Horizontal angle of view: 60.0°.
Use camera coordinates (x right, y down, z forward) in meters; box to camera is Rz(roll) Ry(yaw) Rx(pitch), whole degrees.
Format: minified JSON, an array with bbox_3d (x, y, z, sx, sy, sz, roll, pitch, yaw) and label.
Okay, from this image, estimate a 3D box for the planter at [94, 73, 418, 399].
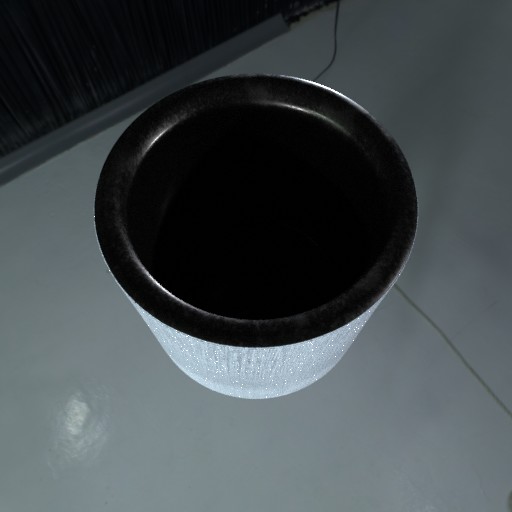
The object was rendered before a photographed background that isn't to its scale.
[{"bbox_3d":[0.000,0.000,0.285,0.160,0.156,0.160,0,64,0],"label":"planter"}]
